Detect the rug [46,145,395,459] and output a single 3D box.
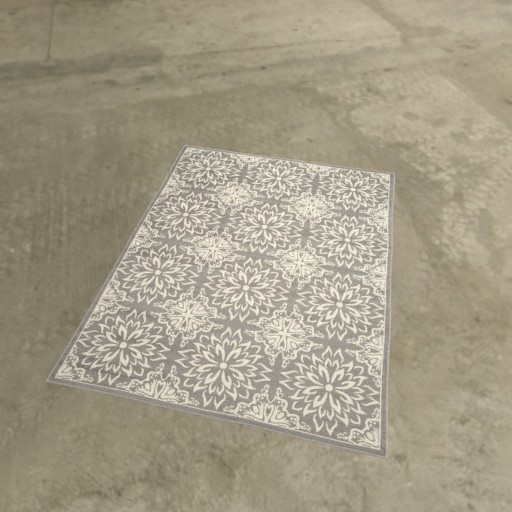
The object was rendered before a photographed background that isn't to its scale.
[{"bbox_3d":[0.000,0.000,3.921,2.363,0.012,2.980,10,48,9],"label":"rug"}]
